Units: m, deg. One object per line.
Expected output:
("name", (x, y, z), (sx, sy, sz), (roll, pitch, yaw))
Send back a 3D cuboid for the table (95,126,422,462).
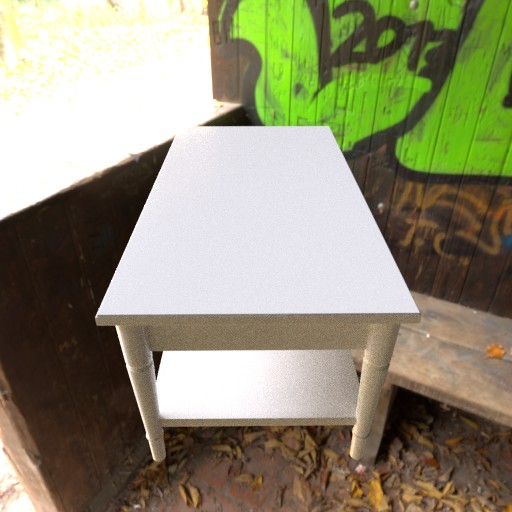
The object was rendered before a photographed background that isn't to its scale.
("table", (0.000, 0.000, 1.327), (0.559, 0.457, 1.067), (0, 33, 0))
